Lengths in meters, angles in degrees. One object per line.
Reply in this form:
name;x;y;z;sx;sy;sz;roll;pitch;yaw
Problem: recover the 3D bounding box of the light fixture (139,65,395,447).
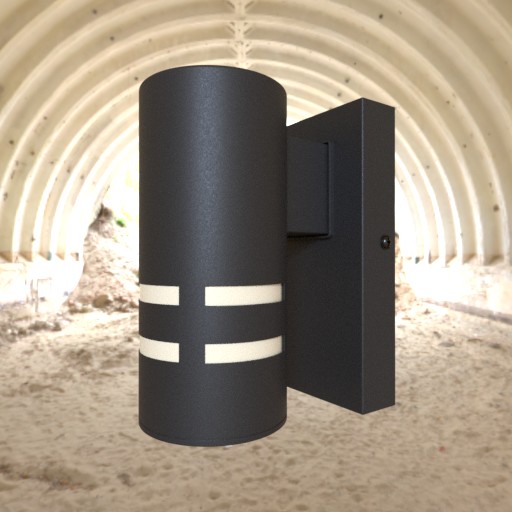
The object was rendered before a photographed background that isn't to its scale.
light fixture;0.000;0.000;0.262;0.138;0.179;0.098;0;0;-35
